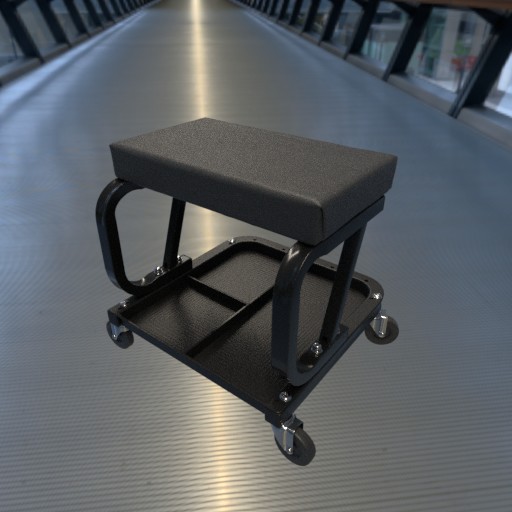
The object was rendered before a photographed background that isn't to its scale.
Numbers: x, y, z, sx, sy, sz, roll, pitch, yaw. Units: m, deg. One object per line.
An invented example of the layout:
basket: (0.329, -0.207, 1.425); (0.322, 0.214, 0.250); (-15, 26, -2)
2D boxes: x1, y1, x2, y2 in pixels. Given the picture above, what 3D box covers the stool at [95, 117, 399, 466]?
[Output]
stool: (0.000, 0.000, 0.747); (0.446, 0.380, 0.371); (21, 37, 32)
